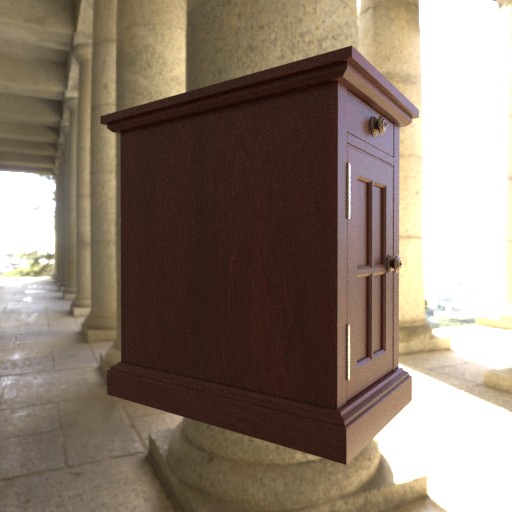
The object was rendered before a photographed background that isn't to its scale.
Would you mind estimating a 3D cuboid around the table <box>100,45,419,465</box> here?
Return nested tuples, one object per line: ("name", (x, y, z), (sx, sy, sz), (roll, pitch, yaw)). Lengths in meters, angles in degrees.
("table", (0.000, 0.000, 0.952), (0.584, 0.612, 0.356), (0, 1, 35))
